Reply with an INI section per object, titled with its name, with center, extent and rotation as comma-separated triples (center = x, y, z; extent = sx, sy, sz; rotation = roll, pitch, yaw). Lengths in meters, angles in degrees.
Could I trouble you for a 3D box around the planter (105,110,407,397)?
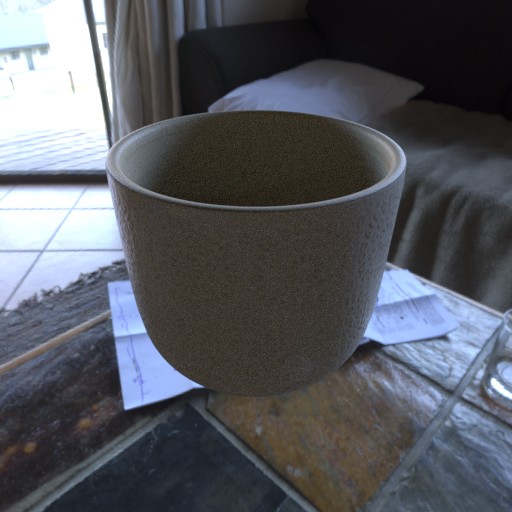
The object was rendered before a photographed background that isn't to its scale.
[planter]
center = 0.000, 0.000, 0.299
extent = 0.170, 0.152, 0.170
rotation = 0, 32, 0
